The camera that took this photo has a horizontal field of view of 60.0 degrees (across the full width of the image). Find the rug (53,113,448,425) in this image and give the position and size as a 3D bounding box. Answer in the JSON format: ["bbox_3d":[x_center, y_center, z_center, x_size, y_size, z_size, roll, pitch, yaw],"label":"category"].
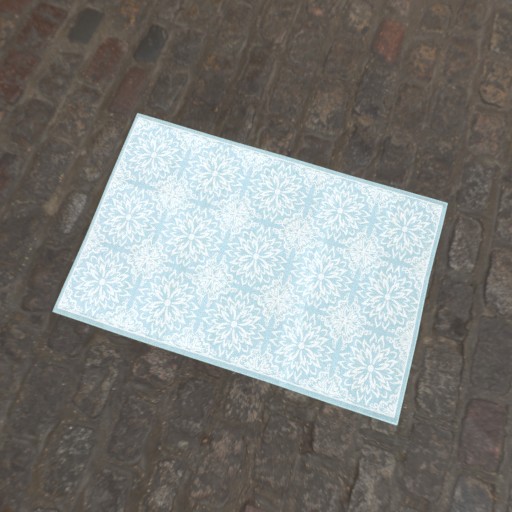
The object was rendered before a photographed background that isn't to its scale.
[{"bbox_3d":[0.000,0.000,2.380,1.840,0.012,1.219,17,77,4],"label":"rug"}]
